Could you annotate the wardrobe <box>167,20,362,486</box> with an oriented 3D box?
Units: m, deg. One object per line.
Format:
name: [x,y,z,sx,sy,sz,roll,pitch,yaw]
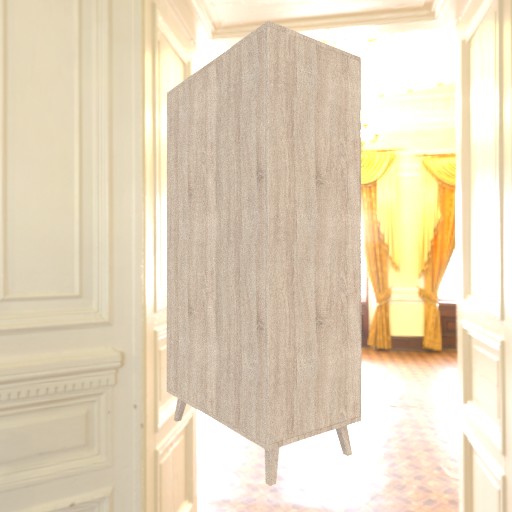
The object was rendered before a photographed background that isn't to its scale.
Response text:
wardrobe: [0.000,0.000,2.424,0.600,1.960,1.000,0,0,-36]
